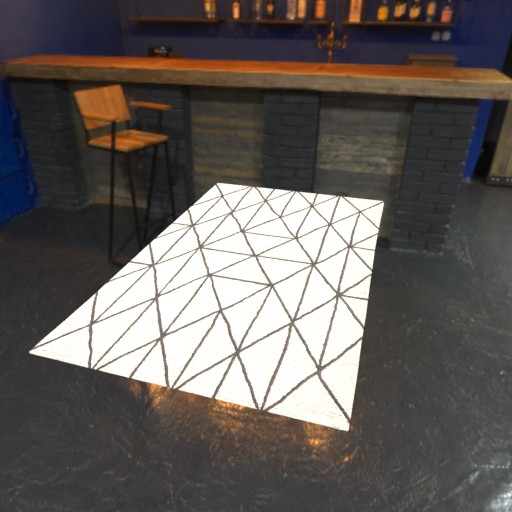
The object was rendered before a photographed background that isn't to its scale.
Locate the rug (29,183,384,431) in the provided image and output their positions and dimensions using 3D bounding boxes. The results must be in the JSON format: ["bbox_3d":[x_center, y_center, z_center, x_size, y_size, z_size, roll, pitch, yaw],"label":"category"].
[{"bbox_3d":[0.000,0.000,2.960,1.526,0.008,2.465,9,30,15],"label":"rug"}]
